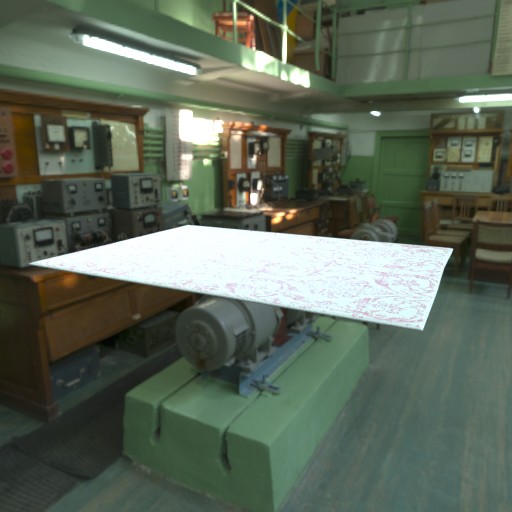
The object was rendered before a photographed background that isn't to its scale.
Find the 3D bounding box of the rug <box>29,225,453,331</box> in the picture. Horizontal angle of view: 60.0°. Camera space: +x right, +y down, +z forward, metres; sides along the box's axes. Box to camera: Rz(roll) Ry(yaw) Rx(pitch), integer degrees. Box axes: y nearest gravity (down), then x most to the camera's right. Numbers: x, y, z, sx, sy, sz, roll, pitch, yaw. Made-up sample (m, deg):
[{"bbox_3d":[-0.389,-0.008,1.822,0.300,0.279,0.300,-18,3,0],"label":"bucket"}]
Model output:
[{"bbox_3d":[0.000,0.000,2.821,2.202,0.014,1.598,7,15,26],"label":"rug"}]
